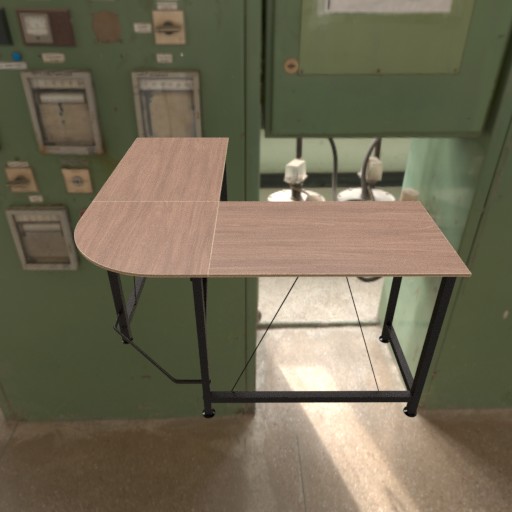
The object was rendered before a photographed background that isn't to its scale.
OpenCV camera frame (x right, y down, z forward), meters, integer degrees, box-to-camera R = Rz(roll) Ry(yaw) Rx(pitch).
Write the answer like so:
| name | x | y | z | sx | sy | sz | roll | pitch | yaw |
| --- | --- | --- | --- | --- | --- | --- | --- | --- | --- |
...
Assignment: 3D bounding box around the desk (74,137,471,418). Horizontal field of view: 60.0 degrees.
| name | x | y | z | sx | sy | sz | roll | pitch | yaw |
| --- | --- | --- | --- | --- | --- | --- | --- | --- | --- |
| desk | 0.000 | 0.000 | 2.237 | 1.400 | 0.762 | 1.400 | 0 | 33 | 0 |
